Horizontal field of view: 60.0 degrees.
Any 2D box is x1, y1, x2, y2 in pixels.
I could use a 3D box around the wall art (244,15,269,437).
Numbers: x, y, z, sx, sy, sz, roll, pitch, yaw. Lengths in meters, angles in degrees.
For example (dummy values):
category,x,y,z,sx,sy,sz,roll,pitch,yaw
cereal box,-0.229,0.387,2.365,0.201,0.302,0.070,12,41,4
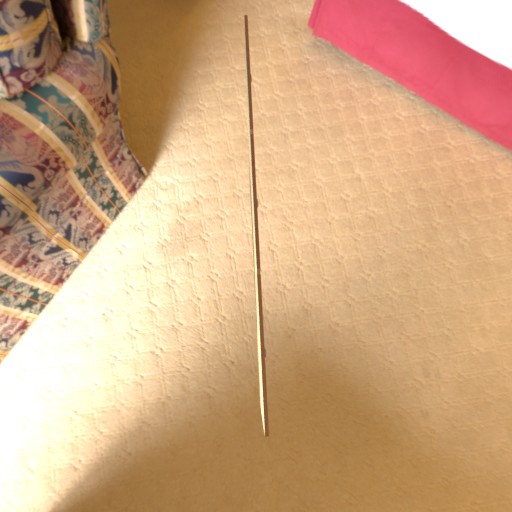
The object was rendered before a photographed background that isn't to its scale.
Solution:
category,x,y,z,sx,sy,sz,roll,pitch,yaw
wall art,0.000,0.000,2.267,0.019,1.532,1.533,-3,75,-1
